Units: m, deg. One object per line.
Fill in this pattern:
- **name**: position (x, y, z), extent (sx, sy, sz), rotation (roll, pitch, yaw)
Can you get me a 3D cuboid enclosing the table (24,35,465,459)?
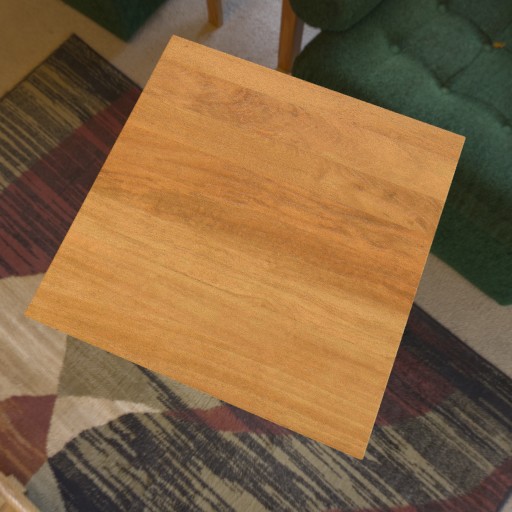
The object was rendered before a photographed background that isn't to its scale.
- **table**: position (0.000, 0.000, 1.024), extent (0.599, 0.500, 0.599), rotation (21, 77, 5)
